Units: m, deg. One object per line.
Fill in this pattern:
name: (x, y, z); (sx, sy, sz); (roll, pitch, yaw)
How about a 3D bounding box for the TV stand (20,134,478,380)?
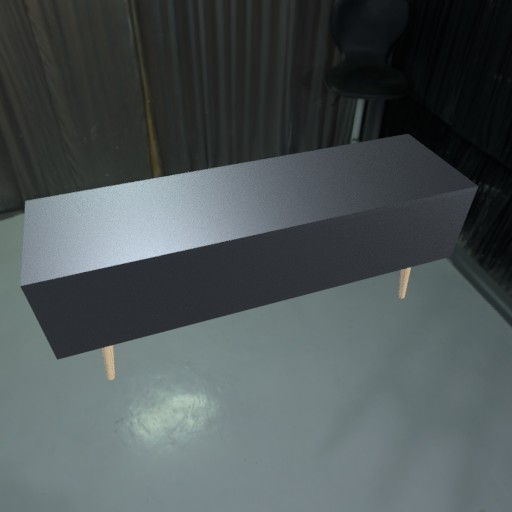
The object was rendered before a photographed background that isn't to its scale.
TV stand: (0.000, 0.000, 1.511); (1.312, 0.518, 0.390); (-13, 43, -14)
